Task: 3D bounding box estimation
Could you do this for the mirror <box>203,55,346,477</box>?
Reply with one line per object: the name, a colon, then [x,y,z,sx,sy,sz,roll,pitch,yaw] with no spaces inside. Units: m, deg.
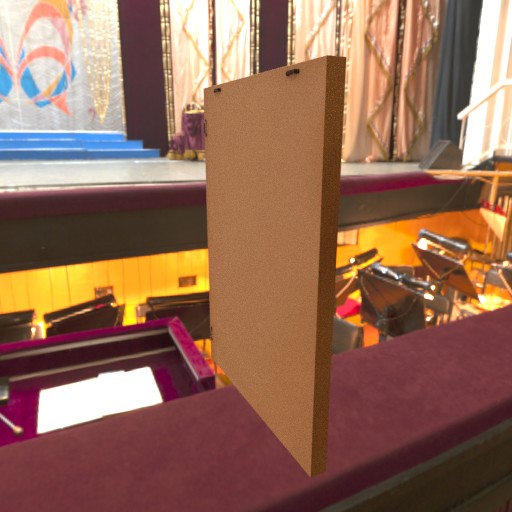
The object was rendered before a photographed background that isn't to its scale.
mirror: [0.000,0.000,0.939,0.039,0.710,0.507,-7,17,-25]
